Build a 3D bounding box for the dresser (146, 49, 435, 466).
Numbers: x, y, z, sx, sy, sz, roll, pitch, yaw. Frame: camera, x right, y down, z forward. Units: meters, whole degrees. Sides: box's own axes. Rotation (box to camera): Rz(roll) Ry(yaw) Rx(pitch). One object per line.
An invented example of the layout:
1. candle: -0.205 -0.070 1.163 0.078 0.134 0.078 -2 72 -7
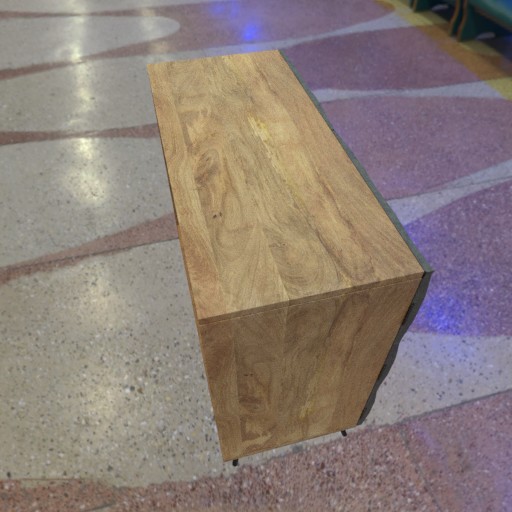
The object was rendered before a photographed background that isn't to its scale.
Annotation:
1. dresser: 0.000 0.000 1.402 0.446 0.847 0.967 -11 49 -10
